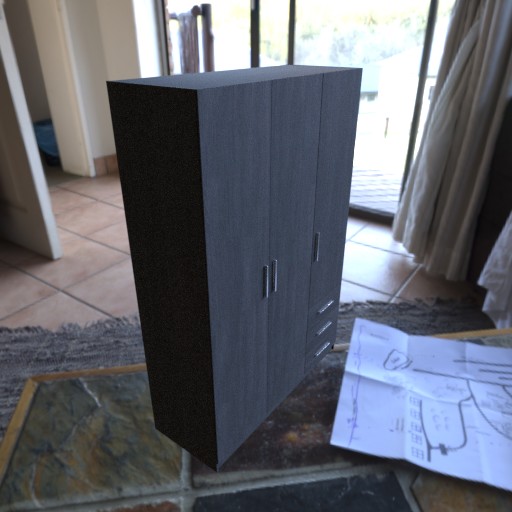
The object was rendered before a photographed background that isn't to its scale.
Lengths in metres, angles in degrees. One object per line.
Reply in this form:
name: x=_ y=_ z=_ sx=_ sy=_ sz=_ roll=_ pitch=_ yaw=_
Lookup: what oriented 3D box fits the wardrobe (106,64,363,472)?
wardrobe: x=0.000 y=0.000 z=2.501 sx=0.510 sy=1.910 sz=1.290 roll=19 pitch=32 yaw=33
